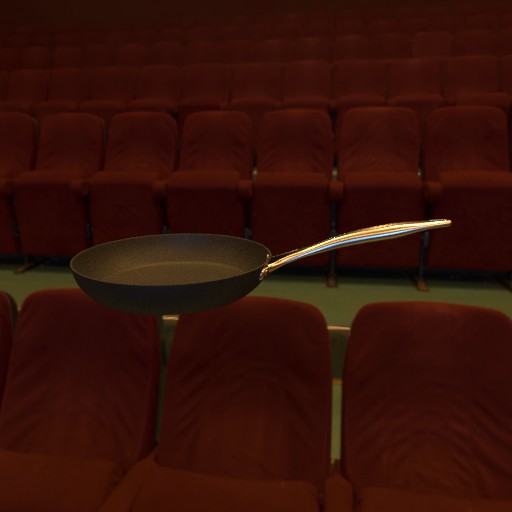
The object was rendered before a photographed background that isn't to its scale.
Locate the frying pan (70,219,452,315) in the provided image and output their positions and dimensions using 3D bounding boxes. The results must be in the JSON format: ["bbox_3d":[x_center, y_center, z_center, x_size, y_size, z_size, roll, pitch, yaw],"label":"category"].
[{"bbox_3d":[0.000,0.000,0.569,0.472,0.105,0.255,2,15,8],"label":"frying pan"}]
